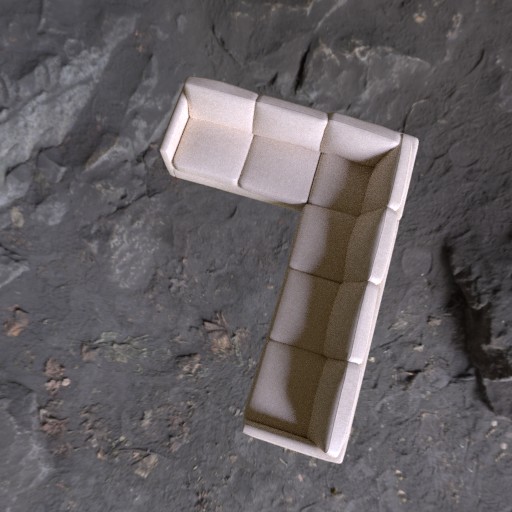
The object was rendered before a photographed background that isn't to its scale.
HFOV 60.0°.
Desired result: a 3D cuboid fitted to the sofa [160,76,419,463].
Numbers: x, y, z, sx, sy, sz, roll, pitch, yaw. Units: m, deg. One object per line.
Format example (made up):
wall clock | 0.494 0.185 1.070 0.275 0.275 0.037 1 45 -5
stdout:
sofa | 0.000 0.000 4.524 2.593 0.947 3.302 16 76 4
